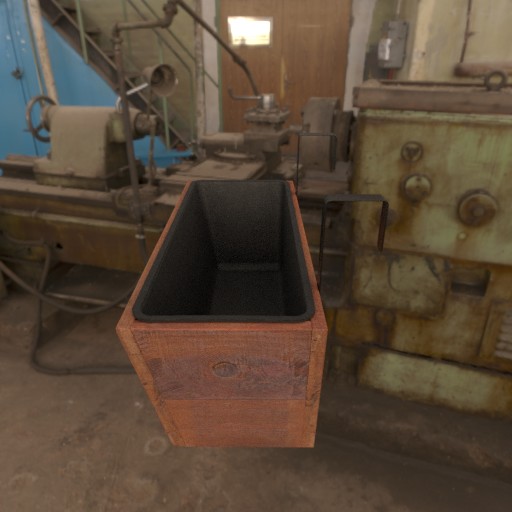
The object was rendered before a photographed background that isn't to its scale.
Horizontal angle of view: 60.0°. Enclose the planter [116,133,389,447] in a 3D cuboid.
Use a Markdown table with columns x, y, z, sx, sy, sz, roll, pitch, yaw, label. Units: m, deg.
| x | y | z | sx | sy | sz | roll | pitch | yaw | label |
| --- | --- | --- | --- | --- | --- | --- | --- | --- | --- |
| 0.000 | 0.000 | 0.647 | 0.262 | 0.289 | 0.480 | 0 | 26 | 0 | planter |
